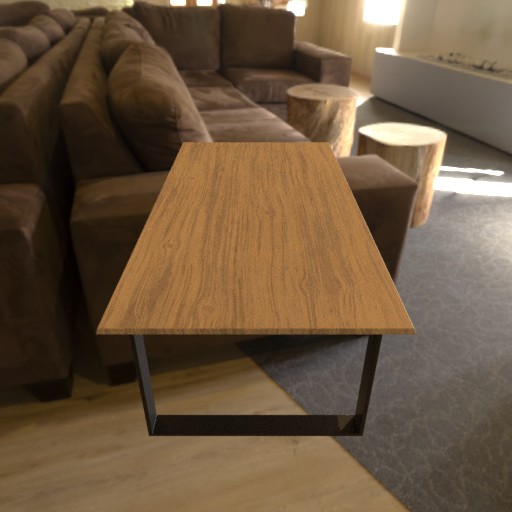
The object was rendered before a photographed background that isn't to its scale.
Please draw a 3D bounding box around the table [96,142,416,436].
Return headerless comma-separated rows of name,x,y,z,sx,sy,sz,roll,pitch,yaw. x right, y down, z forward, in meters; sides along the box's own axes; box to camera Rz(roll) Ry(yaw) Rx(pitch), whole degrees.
table,0.000,0.000,1.637,0.693,0.445,1.331,0,31,0
